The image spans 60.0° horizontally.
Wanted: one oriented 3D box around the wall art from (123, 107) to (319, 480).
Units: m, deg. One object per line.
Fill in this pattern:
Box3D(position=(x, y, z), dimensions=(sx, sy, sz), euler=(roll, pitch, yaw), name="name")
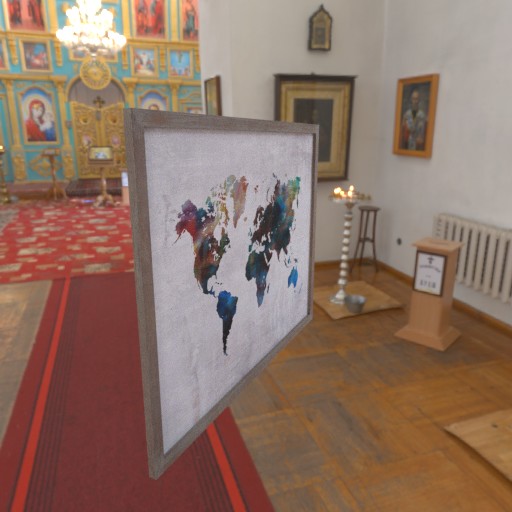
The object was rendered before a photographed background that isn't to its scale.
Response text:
Box3D(position=(0.000, 0.000, 1.314), dimensions=(0.019, 0.774, 1.012), euler=(7, 16, 26), name="wall art")
